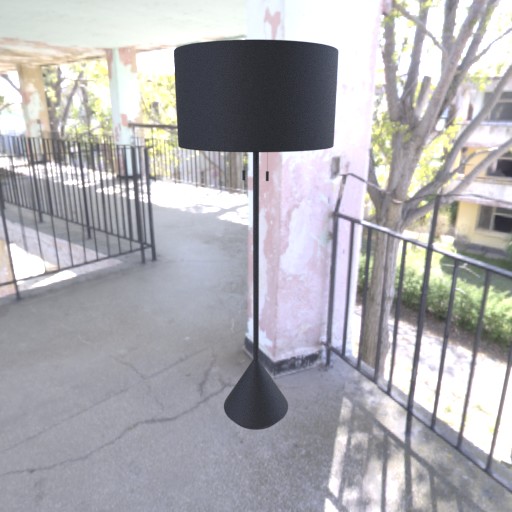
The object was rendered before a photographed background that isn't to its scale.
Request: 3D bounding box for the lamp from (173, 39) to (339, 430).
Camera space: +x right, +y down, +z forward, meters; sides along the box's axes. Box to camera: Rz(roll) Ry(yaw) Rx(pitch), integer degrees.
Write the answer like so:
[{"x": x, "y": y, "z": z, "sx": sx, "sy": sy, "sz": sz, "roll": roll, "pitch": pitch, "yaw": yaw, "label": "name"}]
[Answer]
[{"x": 0.000, "y": 0.000, "z": 1.812, "sx": 0.580, "sy": 1.526, "sz": 0.580, "roll": -9, "pitch": 20, "yaw": -26, "label": "lamp"}]
